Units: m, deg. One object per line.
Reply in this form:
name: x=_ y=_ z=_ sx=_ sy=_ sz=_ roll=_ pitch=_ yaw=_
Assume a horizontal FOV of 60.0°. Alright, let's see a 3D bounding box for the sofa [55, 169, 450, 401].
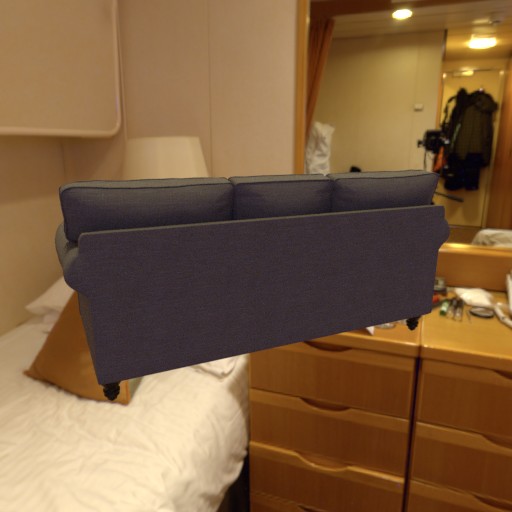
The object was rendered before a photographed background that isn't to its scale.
sofa: x=0.000 y=0.000 z=2.553 sx=2.084 sy=0.966 sz=0.909 roll=-7 pitch=16 yaw=-25
